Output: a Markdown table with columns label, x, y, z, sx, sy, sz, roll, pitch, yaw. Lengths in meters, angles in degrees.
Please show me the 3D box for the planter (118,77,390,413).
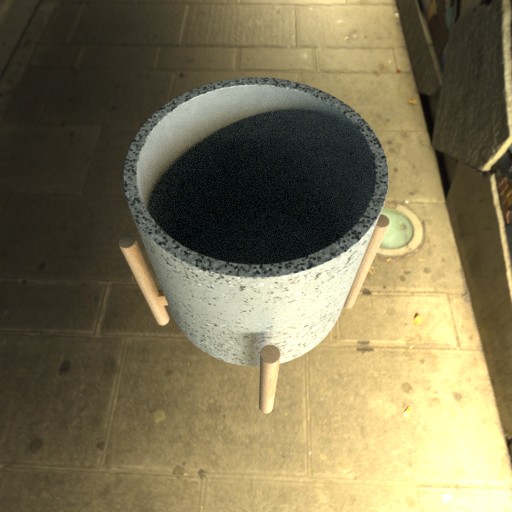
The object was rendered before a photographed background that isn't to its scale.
| label | x | y | z | sx | sy | sz | roll | pitch | yaw |
| --- | --- | --- | --- | --- | --- | --- | --- | --- | --- |
| planter | 0.000 | 0.000 | 0.690 | 0.360 | 0.419 | 0.360 | 15 | 60 | 9 |
